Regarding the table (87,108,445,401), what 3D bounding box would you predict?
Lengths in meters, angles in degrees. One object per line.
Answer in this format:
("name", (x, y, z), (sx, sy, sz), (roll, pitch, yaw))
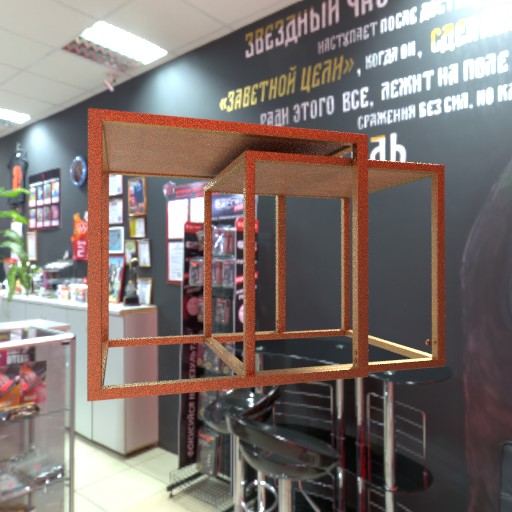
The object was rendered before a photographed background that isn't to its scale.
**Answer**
("table", (0.000, 0.000, 1.113), (0.762, 0.505, 0.505), (0, 0, -17))
